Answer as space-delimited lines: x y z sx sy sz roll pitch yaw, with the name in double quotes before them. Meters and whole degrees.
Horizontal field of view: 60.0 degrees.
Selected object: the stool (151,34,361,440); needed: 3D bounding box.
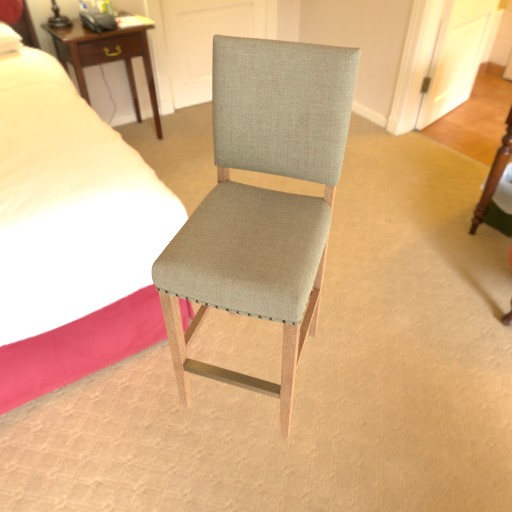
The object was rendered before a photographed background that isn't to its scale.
"stool" 0.000 0.000 1.473 0.445 1.203 0.585 12 42 14
